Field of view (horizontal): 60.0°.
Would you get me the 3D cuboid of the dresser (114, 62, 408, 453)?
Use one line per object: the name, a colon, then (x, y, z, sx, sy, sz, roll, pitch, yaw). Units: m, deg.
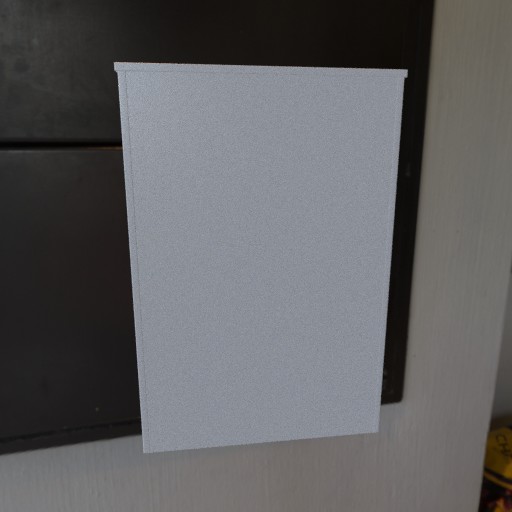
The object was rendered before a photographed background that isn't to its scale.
dresser: (0.000, 0.000, 1.363, 0.704, 1.021, 0.401, -2, 14, -8)
